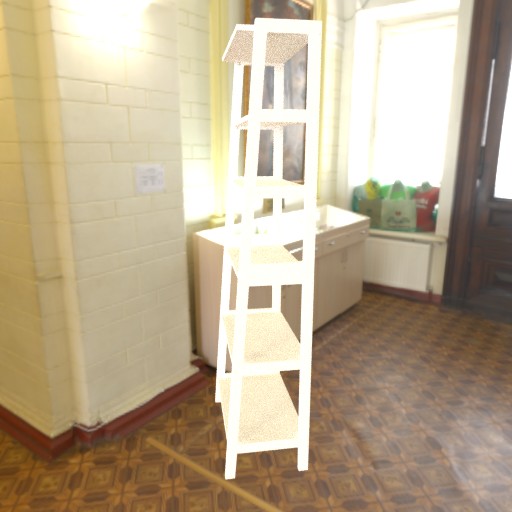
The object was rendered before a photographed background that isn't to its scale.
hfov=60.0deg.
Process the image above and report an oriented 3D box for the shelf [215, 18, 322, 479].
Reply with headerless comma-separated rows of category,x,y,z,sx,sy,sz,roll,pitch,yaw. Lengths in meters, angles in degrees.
shelf,0.000,0.000,2.110,0.381,1.892,0.660,-2,14,-9
